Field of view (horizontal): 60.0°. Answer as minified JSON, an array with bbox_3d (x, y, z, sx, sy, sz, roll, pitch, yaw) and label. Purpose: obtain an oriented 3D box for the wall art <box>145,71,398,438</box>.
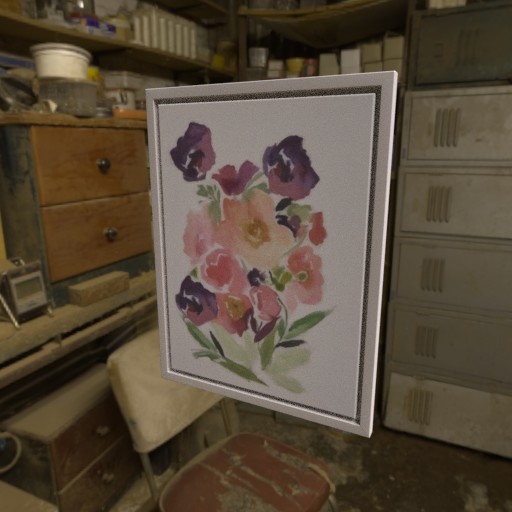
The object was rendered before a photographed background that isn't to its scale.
[{"bbox_3d":[0.000,0.000,1.433,0.805,1.056,0.042,7,15,26],"label":"wall art"}]
